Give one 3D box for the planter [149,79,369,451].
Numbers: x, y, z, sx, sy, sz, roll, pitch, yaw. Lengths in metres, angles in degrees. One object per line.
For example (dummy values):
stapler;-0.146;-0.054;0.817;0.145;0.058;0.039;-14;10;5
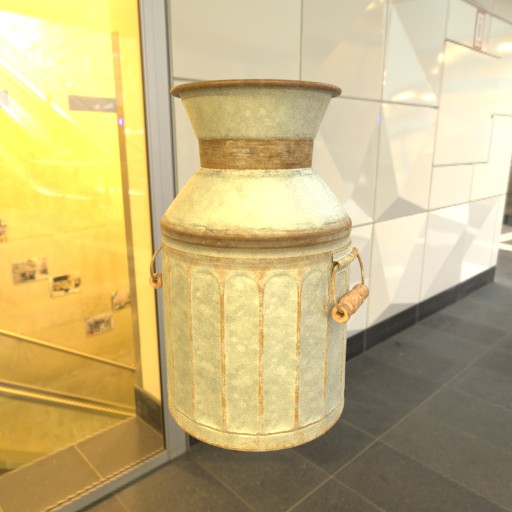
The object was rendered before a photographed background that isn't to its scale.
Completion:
planter;0.000;0.000;0.508;0.248;0.358;0.215;7;16;26
